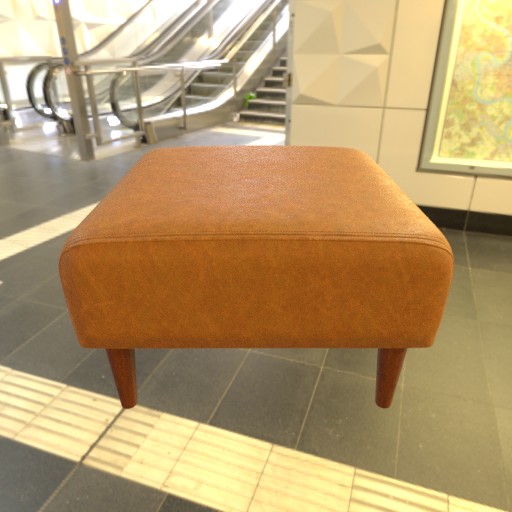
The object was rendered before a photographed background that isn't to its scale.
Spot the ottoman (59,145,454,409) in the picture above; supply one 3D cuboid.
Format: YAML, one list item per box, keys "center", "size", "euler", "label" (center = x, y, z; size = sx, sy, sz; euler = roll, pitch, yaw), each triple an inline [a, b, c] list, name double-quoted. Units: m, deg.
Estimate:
- center: [0.000, 0.000, 1.028]
  size: [0.650, 0.399, 0.650]
  euler: [0, 26, 0]
  label: "ottoman"
